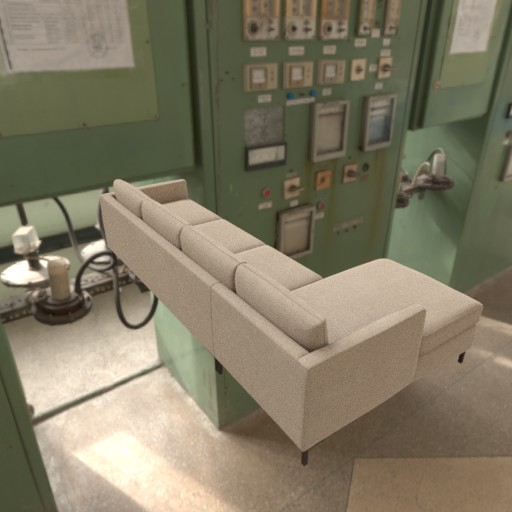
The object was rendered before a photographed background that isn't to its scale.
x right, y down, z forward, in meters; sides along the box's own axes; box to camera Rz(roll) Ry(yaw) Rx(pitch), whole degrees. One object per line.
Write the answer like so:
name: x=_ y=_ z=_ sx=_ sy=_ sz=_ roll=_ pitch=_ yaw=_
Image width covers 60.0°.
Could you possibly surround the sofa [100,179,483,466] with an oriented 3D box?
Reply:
sofa: x=0.000 y=0.000 z=3.462 sx=1.469 sy=0.816 sz=2.923 roll=-18 pitch=32 yaw=-31
